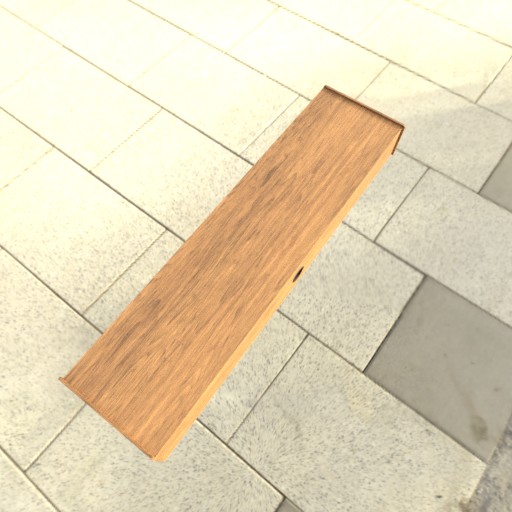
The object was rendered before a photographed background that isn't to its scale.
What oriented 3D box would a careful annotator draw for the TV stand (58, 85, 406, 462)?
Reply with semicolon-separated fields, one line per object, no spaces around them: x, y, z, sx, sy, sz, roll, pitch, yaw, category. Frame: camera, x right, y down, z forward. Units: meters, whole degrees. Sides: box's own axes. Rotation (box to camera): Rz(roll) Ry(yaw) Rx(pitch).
0.000;0.000;2.038;0.467;0.415;1.796;33;69;15;TV stand
